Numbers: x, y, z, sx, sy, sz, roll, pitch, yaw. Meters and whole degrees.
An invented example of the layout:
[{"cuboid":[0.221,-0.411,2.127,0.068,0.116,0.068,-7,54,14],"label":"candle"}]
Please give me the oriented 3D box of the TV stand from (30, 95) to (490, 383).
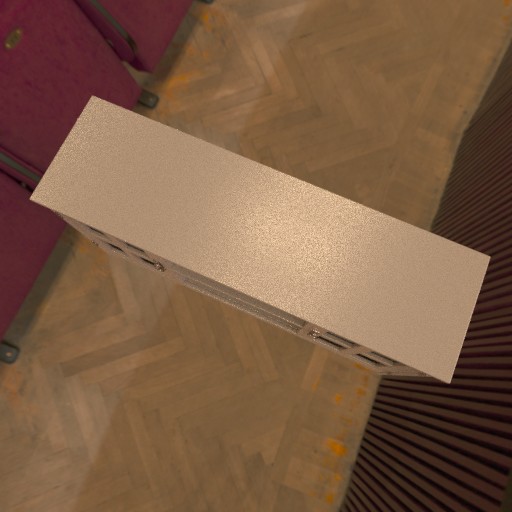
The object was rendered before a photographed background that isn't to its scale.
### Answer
[{"cuboid":[0.000,0.000,1.451,1.167,0.603,0.344,23,77,6],"label":"TV stand"}]
